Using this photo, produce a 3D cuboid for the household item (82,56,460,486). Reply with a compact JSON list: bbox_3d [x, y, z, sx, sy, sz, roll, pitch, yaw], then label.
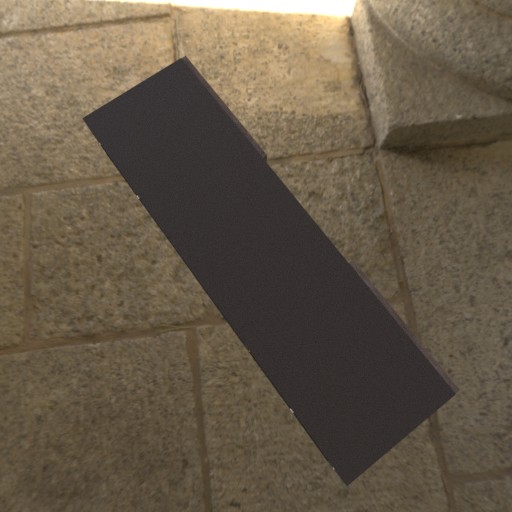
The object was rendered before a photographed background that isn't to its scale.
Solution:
[{"bbox_3d":[0.000,0.000,1.528,0.420,0.310,1.400,-36,78,-9],"label":"household item"}]
